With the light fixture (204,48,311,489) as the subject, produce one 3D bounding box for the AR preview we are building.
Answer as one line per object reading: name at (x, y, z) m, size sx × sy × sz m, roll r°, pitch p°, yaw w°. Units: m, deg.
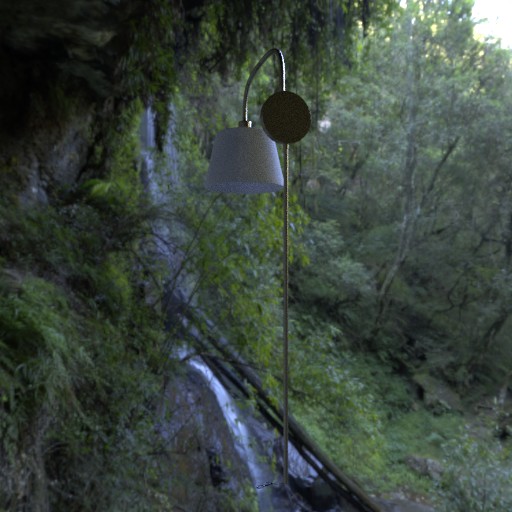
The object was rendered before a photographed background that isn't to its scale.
light fixture at (0.000, 0.000, 0.469) m, size 0.092 × 0.399 × 0.176 m, roll 0°, pitch 0°, yaw -18°
